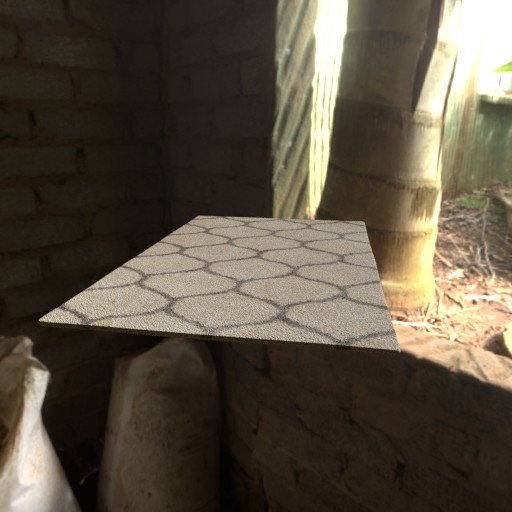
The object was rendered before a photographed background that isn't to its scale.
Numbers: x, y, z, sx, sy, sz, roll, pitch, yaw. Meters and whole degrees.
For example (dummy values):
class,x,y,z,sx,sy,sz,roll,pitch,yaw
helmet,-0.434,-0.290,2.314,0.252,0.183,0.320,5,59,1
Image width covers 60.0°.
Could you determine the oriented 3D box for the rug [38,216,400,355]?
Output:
class,x,y,z,sx,sy,sz,roll,pitch,yaw
rug,0.000,0.000,2.871,1.501,0.024,2.348,3,17,10
